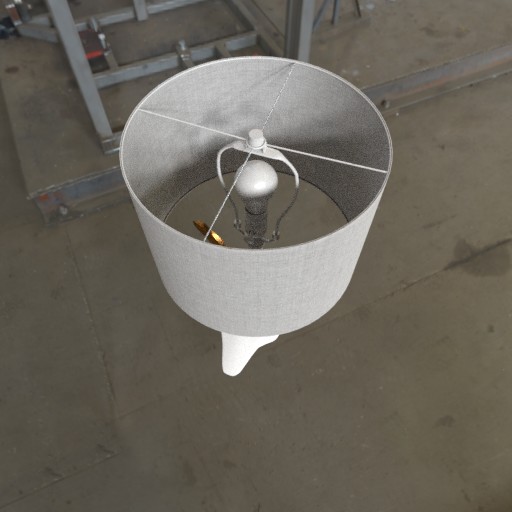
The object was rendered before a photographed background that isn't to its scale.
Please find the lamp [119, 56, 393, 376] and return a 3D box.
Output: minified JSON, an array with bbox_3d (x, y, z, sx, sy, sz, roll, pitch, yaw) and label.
[{"bbox_3d":[0.000,0.000,0.699,0.298,0.503,0.298,17,59,10],"label":"lamp"}]
